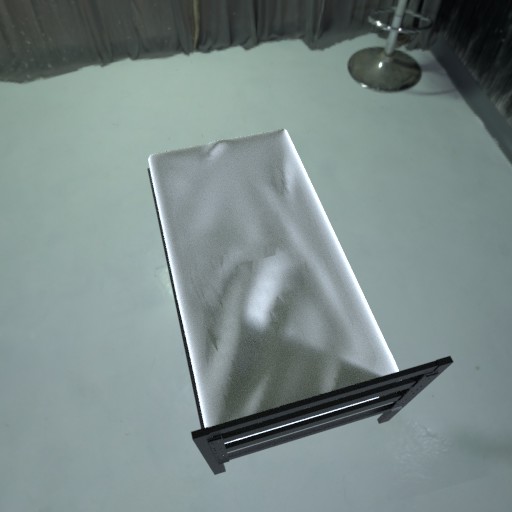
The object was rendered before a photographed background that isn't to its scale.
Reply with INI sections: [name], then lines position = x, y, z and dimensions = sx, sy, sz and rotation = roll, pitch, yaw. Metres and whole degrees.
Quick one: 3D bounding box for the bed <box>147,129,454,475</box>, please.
[bed]
position = 0.000, 0.000, 2.481
dimensions = 0.991, 0.967, 1.930
rotation = -13, 58, -9
